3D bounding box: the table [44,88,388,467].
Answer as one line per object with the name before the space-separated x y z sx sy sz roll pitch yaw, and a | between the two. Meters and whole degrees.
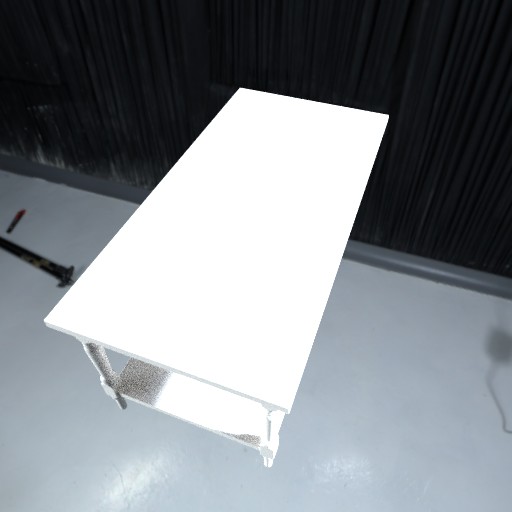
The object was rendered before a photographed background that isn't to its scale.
table | 0.000 0.000 1.414 0.550 0.510 1.107 16 49 14
